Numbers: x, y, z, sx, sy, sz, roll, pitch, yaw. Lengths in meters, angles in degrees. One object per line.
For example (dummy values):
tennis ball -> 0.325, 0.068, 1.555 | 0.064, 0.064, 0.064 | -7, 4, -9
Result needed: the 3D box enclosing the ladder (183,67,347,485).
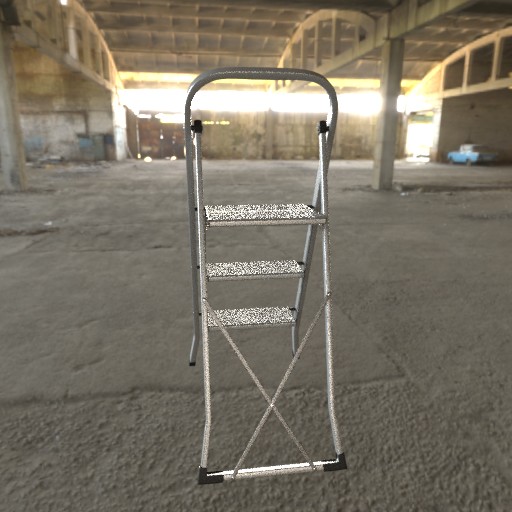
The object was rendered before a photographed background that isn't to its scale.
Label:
ladder -> 0.000, 0.000, 1.406 | 0.465, 1.070, 0.704 | -2, 15, -8
